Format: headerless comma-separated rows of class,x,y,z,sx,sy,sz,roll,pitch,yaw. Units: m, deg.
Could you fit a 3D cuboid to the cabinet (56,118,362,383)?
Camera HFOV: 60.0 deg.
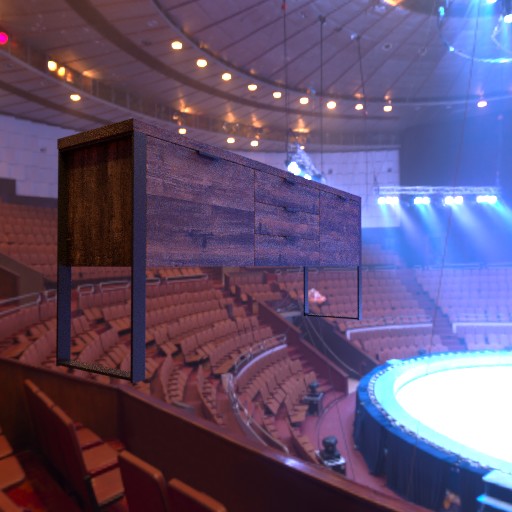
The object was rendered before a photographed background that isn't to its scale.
cabinet,0.000,0.000,2.118,0.395,0.762,1.800,-1,-1,34
